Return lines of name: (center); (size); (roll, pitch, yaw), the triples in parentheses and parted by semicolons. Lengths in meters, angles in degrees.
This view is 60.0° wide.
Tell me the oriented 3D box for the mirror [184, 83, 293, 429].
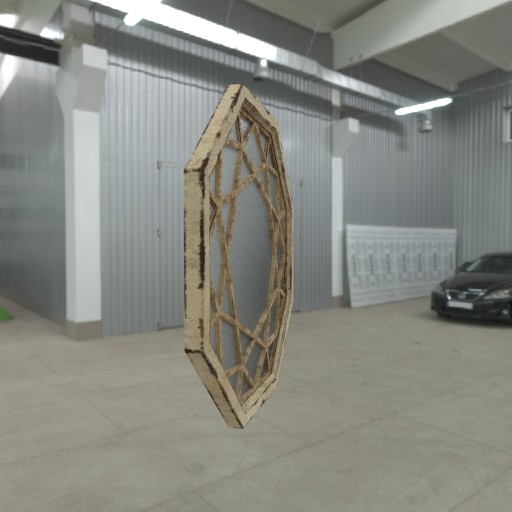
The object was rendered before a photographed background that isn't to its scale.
mirror: (0.000, 0.000, 0.961); (0.031, 0.648, 0.648); (0, 1, 17)
